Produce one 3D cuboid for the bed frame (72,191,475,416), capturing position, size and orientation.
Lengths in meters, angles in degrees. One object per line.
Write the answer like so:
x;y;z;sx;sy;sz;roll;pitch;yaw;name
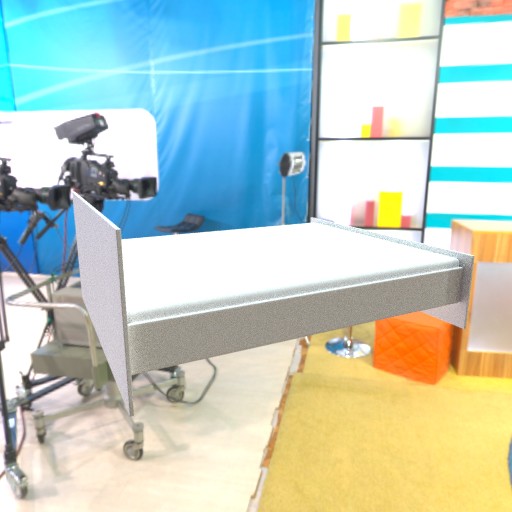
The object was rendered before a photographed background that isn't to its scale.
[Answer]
0.000;0.000;2.957;2.060;0.800;1.720;-7;15;-26;bed frame
